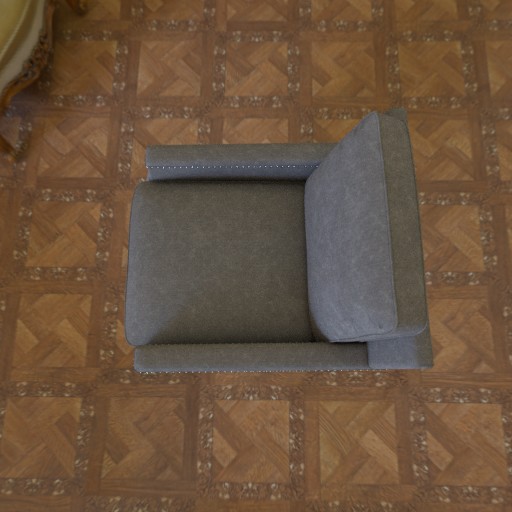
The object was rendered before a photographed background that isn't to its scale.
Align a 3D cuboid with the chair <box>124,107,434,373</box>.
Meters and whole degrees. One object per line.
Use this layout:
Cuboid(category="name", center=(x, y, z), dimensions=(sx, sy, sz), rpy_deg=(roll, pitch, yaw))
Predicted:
Cuboid(category="chair", center=(0.000, 0.000, 1.681), dimensions=(1.014, 0.948, 0.853), rpy_deg=(-1, 76, 0))
